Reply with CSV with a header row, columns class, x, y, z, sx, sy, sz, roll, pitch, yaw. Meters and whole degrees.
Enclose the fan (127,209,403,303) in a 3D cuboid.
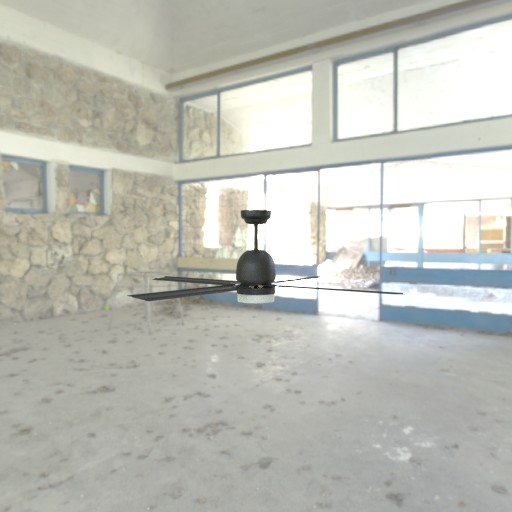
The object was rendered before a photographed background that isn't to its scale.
class,x,y,z,sx,sy,sz,roll,pitch,yaw
fan,0.000,0.000,2.012,1.319,0.410,1.319,1,2,36
